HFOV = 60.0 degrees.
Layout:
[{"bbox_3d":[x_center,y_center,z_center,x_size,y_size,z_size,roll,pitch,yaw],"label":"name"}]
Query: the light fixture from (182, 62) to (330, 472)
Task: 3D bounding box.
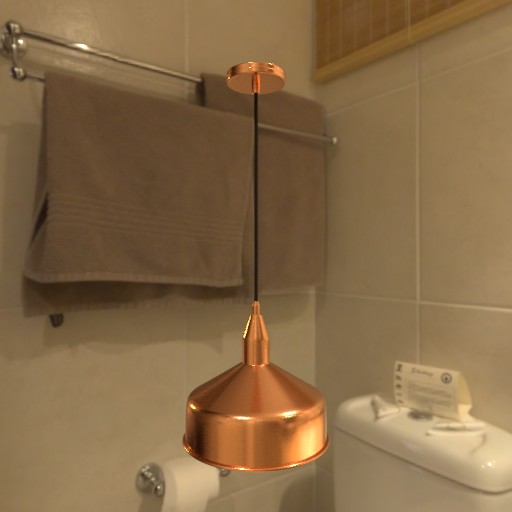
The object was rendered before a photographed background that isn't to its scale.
[{"bbox_3d":[0.000,0.000,0.920,0.301,0.754,0.301,0,0,17],"label":"light fixture"}]
